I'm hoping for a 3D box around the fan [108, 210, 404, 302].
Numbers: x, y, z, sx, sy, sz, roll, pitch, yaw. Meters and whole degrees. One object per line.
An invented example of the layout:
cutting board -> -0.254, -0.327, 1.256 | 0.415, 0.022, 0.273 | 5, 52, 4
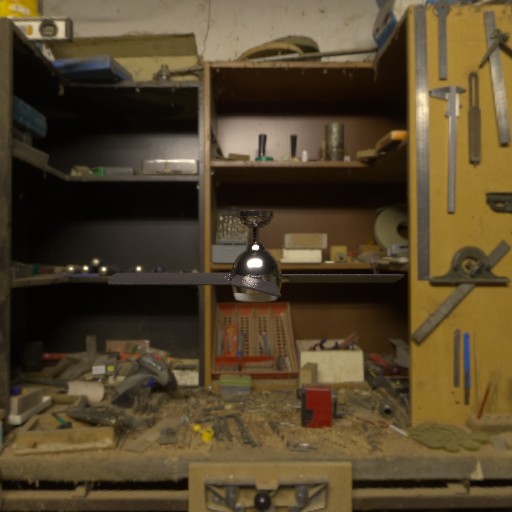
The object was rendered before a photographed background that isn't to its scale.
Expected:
fan -> 0.000, 0.000, 2.034 | 1.332, 0.403, 1.332 | 0, 0, 0
